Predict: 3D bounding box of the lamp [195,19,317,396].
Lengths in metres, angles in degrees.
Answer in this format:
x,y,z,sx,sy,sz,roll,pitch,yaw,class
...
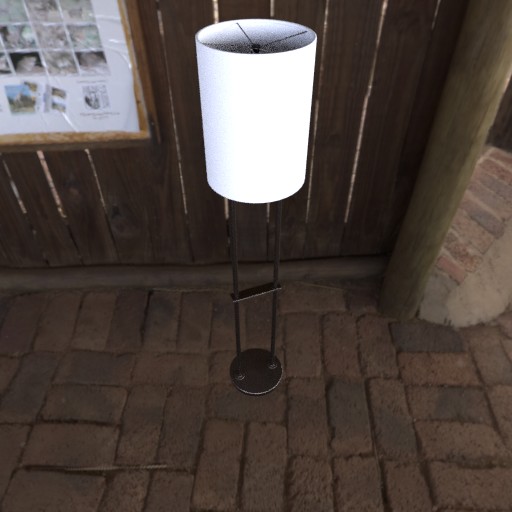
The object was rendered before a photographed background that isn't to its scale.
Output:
x,y,z,sx,sy,sz,roll,pitch,yaw,class
0.000,0.000,1.620,0.306,1.500,0.305,-15,44,-16,lamp
